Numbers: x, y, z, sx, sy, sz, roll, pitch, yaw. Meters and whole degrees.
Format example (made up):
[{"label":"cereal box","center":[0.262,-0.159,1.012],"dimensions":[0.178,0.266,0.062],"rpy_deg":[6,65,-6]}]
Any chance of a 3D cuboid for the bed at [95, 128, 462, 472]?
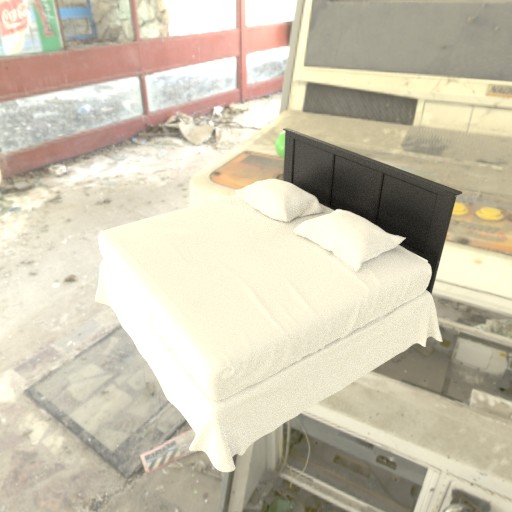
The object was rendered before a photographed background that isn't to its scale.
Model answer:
[{"label":"bed","center":[0.000,0.000,3.602],"dimensions":[2.219,1.271,2.315],"rpy_deg":[-20,37,-29]}]
